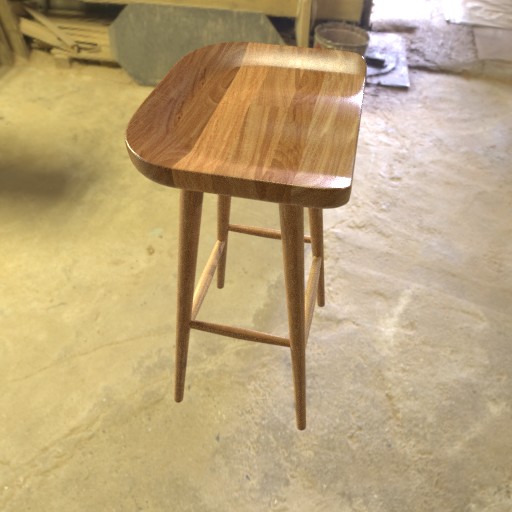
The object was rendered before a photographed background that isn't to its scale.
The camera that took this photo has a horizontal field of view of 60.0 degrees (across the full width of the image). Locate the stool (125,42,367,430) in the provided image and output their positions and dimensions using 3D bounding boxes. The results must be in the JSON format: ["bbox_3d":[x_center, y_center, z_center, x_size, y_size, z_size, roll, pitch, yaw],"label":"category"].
[{"bbox_3d":[0.000,0.000,0.922,0.322,0.698,0.407,9,47,9],"label":"stool"}]
